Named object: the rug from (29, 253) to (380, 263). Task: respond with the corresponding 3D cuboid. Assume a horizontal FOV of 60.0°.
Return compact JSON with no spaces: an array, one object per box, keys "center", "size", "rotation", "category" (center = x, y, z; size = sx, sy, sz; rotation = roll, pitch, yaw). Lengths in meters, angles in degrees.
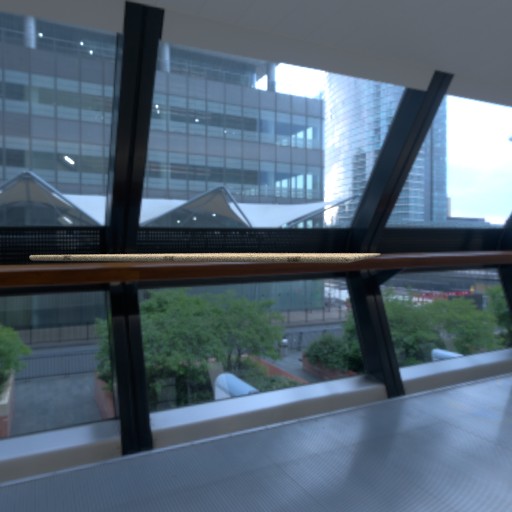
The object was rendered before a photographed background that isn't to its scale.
[{"center":[0.000,0.000,2.967],"size":[1.501,0.024,2.348],"rotation":[0,1,18],"category":"rug"}]
